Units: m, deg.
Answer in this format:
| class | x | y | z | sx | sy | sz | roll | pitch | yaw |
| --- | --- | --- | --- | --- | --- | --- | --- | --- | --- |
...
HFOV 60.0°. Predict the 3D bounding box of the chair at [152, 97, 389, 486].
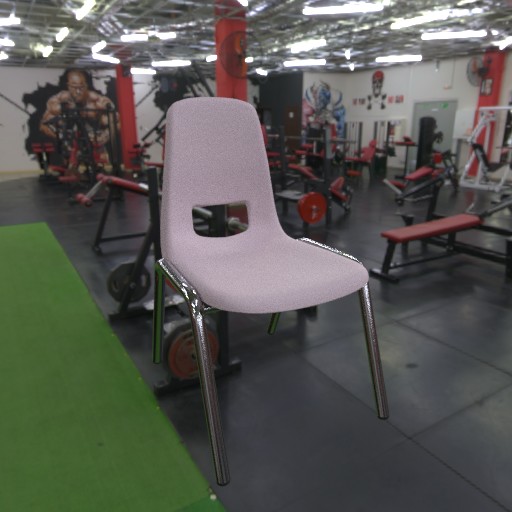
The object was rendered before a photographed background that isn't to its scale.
| class | x | y | z | sx | sy | sz | roll | pitch | yaw |
| --- | --- | --- | --- | --- | --- | --- | --- | --- | --- |
| chair | 0.000 | 0.000 | 0.848 | 0.354 | 0.586 | 0.423 | -9 | 20 | -27 |
